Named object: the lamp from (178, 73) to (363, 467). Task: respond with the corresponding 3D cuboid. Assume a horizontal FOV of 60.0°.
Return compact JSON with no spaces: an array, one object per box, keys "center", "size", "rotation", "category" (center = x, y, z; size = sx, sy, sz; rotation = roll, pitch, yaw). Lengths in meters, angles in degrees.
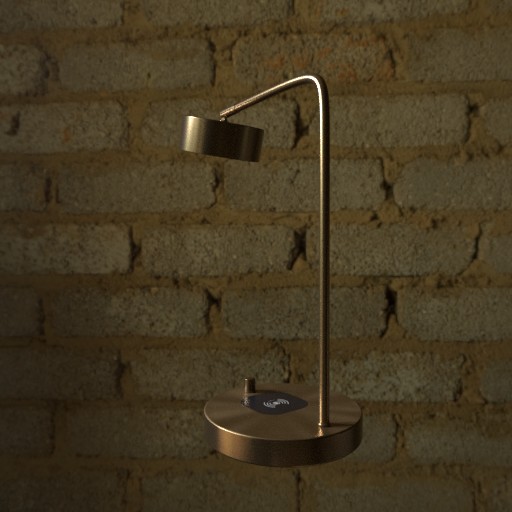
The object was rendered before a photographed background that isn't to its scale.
[{"center":[0.000,0.000,0.523],"size":[0.171,0.380,0.270],"rotation":[-1,1,-36],"category":"lamp"}]
